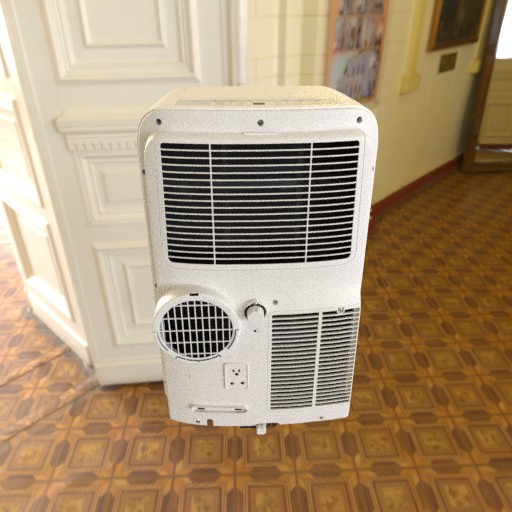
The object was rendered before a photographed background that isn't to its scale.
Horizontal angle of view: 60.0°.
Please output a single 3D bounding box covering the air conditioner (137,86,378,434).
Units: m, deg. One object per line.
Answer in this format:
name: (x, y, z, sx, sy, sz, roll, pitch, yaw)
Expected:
air conditioner: (0.000, 0.000, 1.079, 0.478, 0.765, 0.467, -1, 30, -2)
